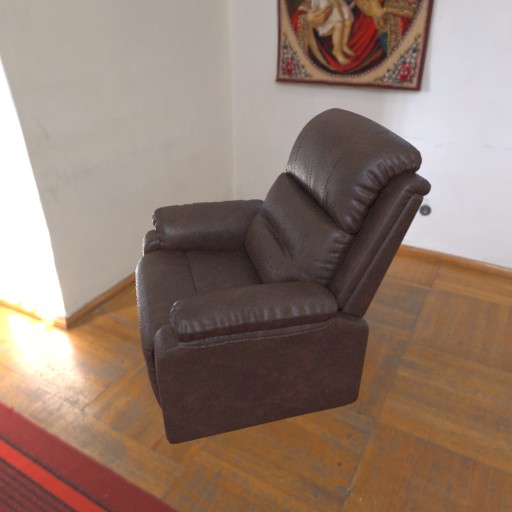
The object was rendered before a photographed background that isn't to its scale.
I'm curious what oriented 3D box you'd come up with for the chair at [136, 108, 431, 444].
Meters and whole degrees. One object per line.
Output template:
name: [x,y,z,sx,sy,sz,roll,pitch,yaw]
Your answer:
chair: [0.000,0.000,1.683,0.919,0.992,0.855,-8,31,-13]
